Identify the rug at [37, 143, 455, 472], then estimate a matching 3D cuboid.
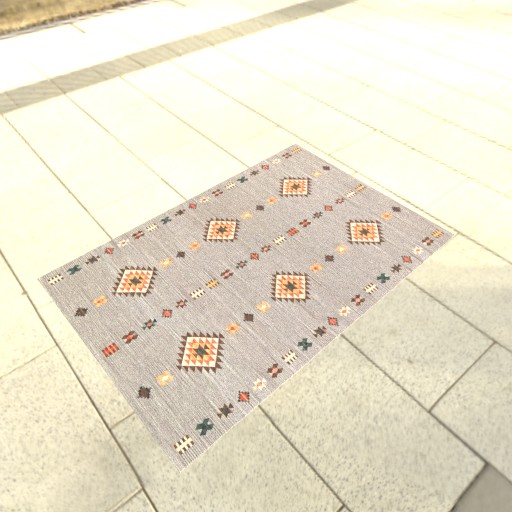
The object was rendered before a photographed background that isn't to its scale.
[{"bbox_3d":[0.000,0.000,2.300,1.818,0.005,1.217,-33,55,-27],"label":"rug"}]
